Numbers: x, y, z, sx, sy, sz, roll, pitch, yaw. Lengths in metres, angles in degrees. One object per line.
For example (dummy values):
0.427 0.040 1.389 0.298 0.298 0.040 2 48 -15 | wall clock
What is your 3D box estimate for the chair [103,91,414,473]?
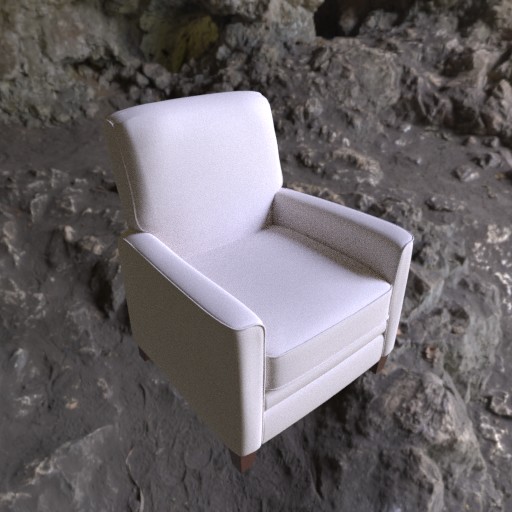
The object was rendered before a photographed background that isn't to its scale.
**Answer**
0.000 0.000 1.638 0.841 1.028 0.858 -23 37 -33 | chair
